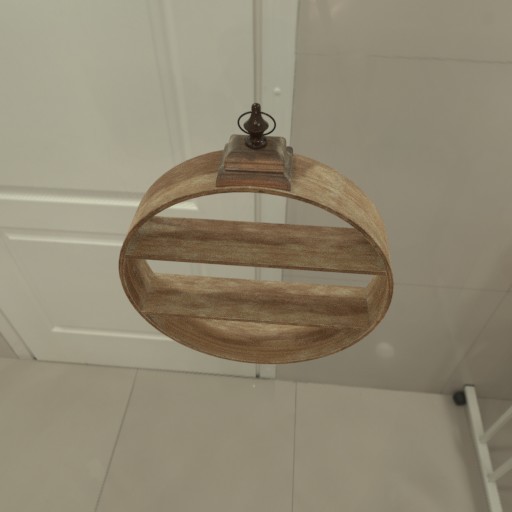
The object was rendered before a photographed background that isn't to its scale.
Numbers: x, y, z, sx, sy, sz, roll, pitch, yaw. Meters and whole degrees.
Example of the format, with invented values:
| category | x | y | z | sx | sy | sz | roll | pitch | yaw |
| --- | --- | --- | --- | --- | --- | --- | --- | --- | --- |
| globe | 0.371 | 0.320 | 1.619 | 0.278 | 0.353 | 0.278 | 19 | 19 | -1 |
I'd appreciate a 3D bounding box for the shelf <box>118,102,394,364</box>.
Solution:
| category | x | y | z | sx | sy | sz | roll | pitch | yaw |
| --- | --- | --- | --- | --- | --- | --- | --- | --- | --- |
| shelf | 0.000 | 0.000 | 0.985 | 0.601 | 0.725 | 0.125 | 4 | 47 | 4 |
